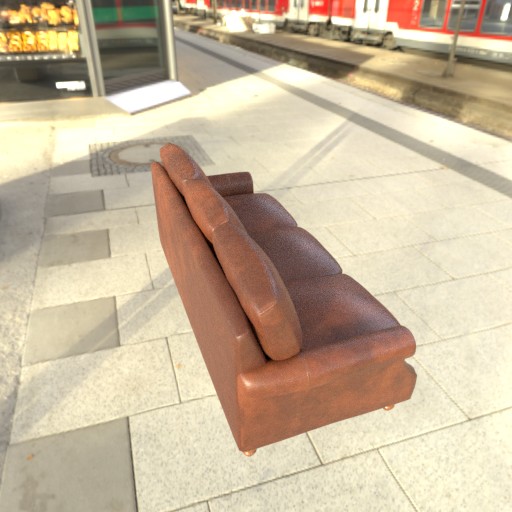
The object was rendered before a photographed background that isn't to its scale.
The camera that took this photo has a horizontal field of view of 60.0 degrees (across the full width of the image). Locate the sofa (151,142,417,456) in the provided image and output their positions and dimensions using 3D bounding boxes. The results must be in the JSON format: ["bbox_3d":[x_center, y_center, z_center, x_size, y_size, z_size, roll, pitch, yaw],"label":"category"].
[{"bbox_3d":[0.000,0.000,2.879,0.973,0.977,2.351,-11,33,-17],"label":"sofa"}]
